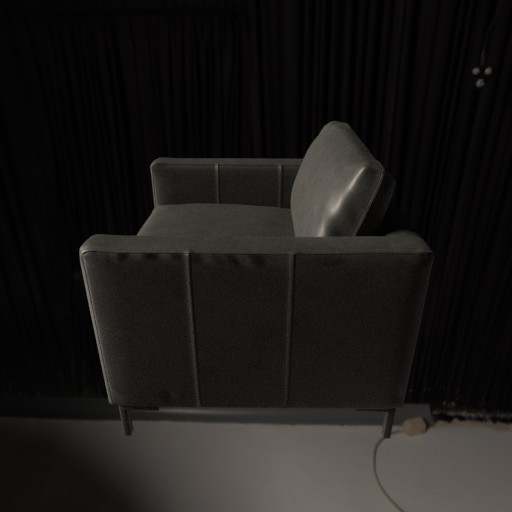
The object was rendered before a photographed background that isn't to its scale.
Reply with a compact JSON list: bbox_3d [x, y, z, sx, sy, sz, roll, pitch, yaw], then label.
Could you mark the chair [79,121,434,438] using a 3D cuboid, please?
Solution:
[{"bbox_3d":[0.000,0.000,1.481,0.861,0.824,0.967,0,27,1],"label":"chair"}]
